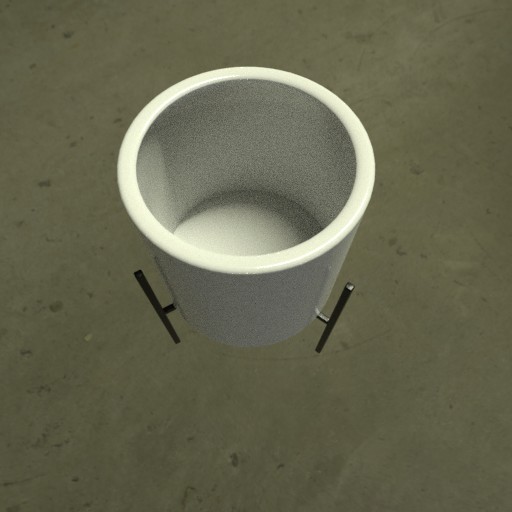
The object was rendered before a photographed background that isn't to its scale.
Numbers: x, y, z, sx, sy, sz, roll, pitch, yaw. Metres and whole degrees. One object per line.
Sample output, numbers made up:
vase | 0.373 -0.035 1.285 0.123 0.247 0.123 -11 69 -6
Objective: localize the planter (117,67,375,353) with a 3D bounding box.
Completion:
planter | 0.000 0.000 0.530 0.239 0.356 0.239 34 68 16
